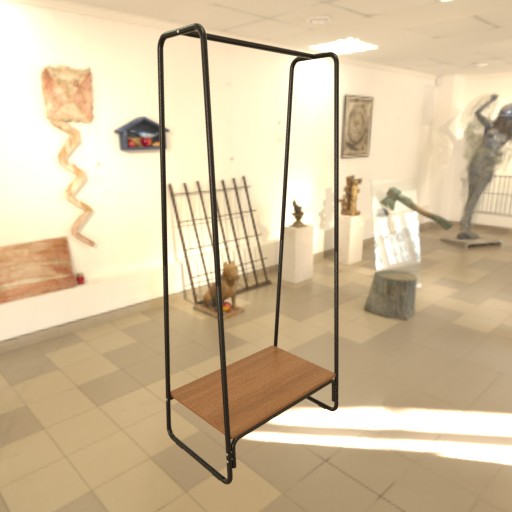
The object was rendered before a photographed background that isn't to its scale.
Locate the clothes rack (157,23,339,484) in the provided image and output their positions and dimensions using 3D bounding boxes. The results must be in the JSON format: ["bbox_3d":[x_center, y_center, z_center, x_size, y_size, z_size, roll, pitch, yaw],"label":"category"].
[{"bbox_3d":[0.000,0.000,1.702,0.640,1.500,0.400,-14,21,-42],"label":"clothes rack"}]
